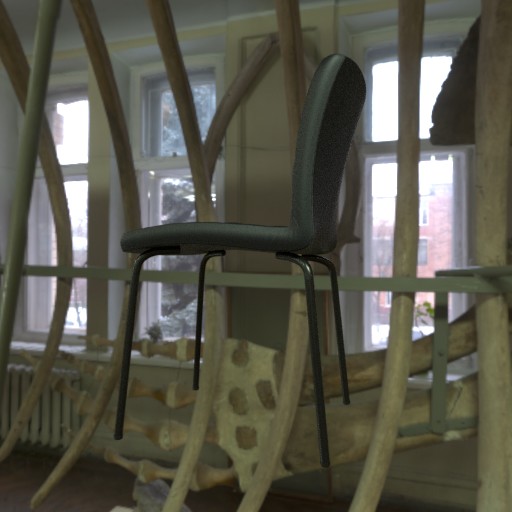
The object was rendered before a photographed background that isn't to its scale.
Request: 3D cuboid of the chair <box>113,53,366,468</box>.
[{"bbox_3d":[0.000,0.000,1.179,0.572,0.872,0.450,0,-1,17],"label":"chair"}]
